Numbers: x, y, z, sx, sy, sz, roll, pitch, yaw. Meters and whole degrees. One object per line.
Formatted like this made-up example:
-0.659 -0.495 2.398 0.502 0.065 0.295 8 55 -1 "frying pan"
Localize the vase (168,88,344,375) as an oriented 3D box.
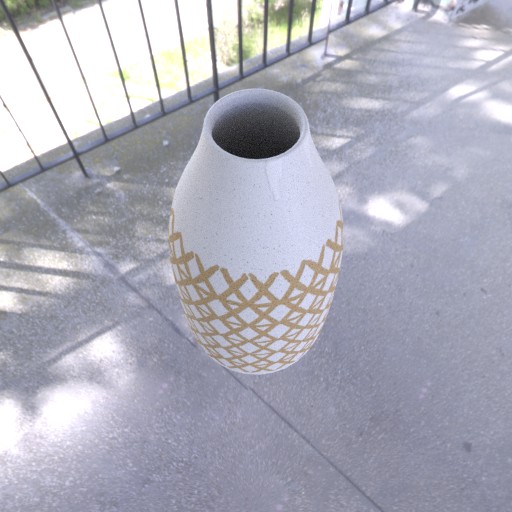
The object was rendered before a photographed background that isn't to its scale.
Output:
0.000 0.000 0.481 0.186 0.380 0.186 0 60 0 "vase"
